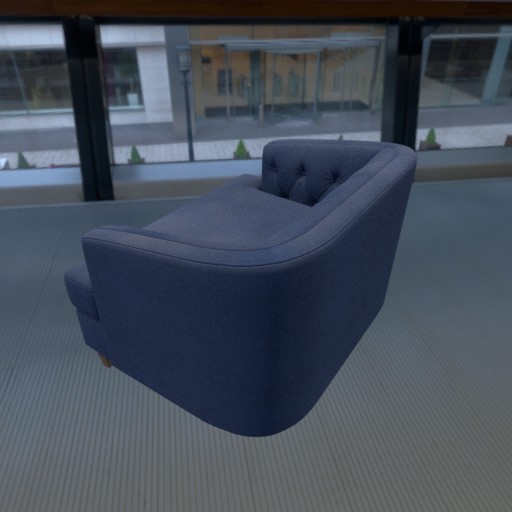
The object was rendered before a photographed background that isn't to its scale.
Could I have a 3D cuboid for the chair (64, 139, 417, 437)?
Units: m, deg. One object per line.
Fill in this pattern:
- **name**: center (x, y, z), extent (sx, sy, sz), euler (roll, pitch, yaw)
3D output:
- **chair**: center (0.000, 0.000, 1.738), extent (0.914, 0.787, 1.118), euler (20, 38, 28)
